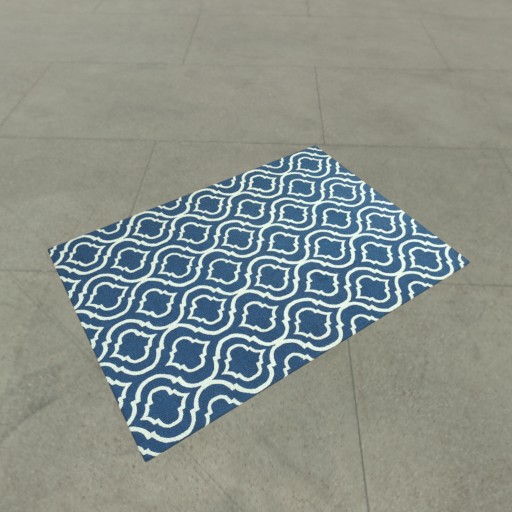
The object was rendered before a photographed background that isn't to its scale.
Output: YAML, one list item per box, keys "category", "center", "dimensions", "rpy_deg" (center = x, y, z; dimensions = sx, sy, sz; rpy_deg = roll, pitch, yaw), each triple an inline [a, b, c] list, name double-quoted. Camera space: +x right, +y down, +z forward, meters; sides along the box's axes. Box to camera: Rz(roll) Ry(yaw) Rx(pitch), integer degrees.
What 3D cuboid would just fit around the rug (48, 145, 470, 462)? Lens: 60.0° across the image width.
- category: "rug"
  center: [0.000, 0.000, 2.741]
  dimensions: [2.134, 0.010, 1.524]
  rpy_deg: [-25, 52, -22]
